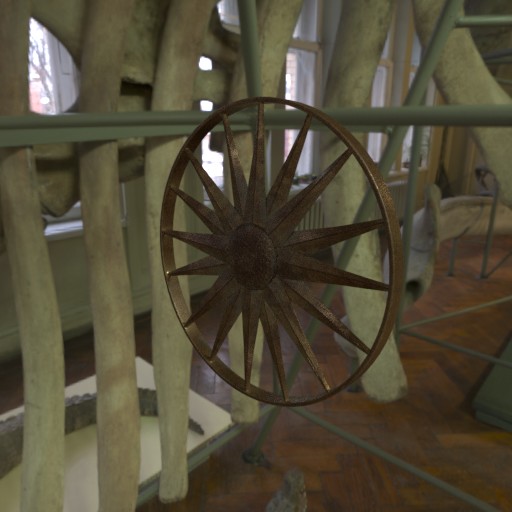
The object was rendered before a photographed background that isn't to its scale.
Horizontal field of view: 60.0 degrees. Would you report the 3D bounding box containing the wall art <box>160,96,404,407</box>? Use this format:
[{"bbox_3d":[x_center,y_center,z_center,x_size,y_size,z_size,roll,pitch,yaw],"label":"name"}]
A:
[{"bbox_3d":[0.000,0.000,0.859,0.582,0.583,0.084,15,23,40],"label":"wall art"}]
